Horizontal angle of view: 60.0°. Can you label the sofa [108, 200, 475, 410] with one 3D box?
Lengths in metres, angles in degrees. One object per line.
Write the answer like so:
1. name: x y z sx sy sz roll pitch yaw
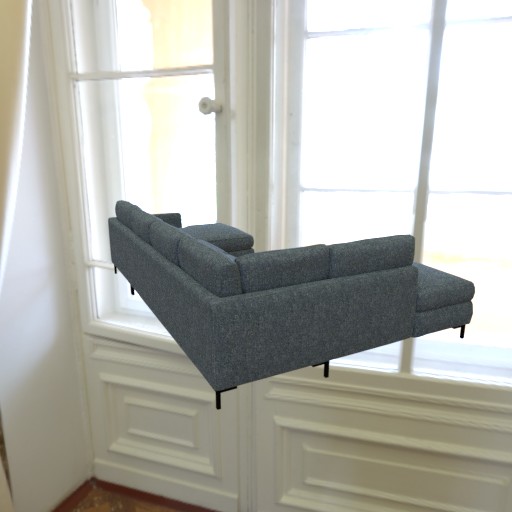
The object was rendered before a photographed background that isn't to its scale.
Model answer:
1. sofa: 0.000 0.000 3.660 1.879 0.756 2.737 -8 17 -27
